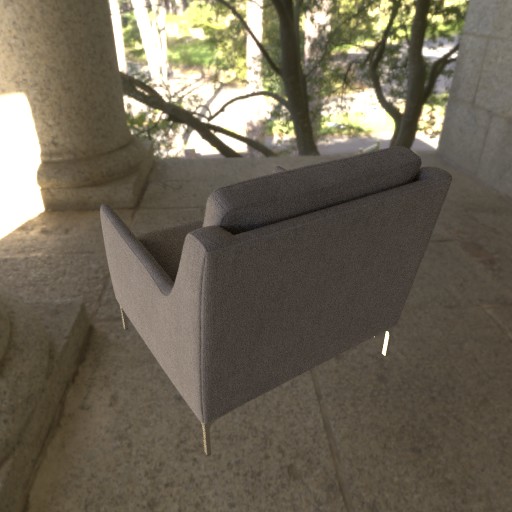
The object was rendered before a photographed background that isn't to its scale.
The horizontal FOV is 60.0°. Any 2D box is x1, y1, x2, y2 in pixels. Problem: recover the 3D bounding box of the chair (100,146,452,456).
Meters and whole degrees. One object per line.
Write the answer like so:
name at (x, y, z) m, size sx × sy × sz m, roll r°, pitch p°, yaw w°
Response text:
chair at (0.000, 0.000, 1.556) m, size 0.847 × 0.828 × 0.849 m, roll -18°, pitch 34°, yaw -29°
